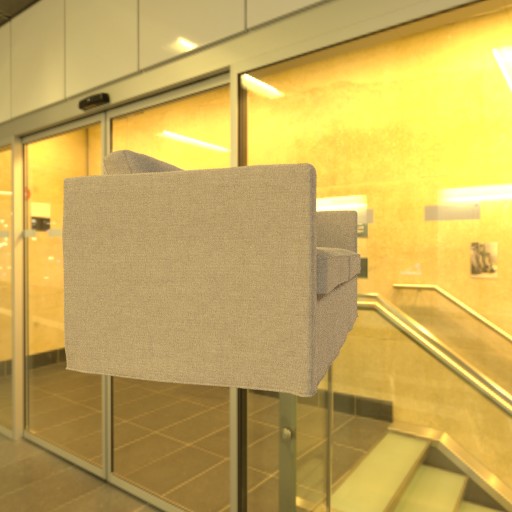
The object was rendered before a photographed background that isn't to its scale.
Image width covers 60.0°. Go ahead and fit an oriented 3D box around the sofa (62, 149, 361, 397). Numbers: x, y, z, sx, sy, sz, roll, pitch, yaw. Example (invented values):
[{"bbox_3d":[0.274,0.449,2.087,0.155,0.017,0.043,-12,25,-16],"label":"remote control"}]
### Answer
[{"bbox_3d":[0.000,0.000,2.290,0.956,0.828,1.766,0,1,17],"label":"sofa"}]
